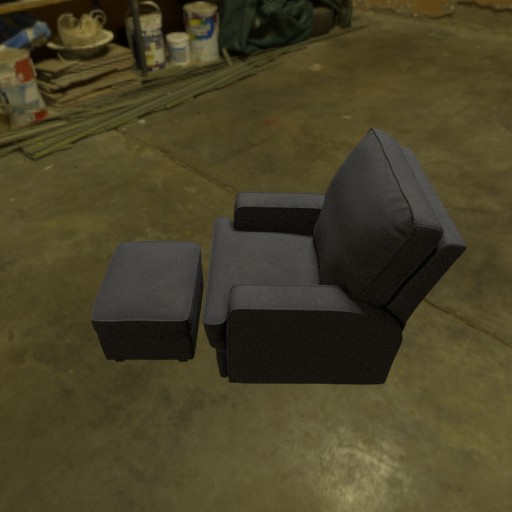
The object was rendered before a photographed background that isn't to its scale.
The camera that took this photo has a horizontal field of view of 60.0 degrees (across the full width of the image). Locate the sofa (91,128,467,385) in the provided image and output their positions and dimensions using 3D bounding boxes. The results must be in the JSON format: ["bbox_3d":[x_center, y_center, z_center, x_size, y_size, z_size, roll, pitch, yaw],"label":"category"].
[{"bbox_3d":[0.000,0.000,2.048,1.472,0.959,0.861,0,40,0],"label":"sofa"}]
